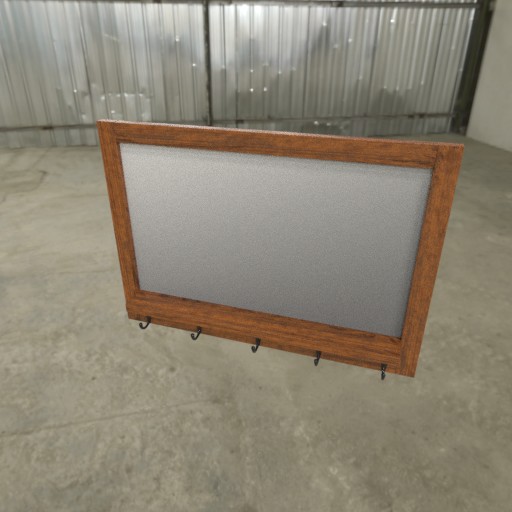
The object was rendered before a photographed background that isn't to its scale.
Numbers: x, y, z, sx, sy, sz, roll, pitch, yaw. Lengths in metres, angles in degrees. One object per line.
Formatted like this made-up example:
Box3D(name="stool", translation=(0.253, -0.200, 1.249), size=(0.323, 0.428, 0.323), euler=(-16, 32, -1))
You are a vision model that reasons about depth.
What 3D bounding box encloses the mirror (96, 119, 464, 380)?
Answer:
Box3D(name="mirror", translation=(0.000, 0.000, 0.990), size=(0.758, 0.537, 0.084), euler=(9, 29, 16))
